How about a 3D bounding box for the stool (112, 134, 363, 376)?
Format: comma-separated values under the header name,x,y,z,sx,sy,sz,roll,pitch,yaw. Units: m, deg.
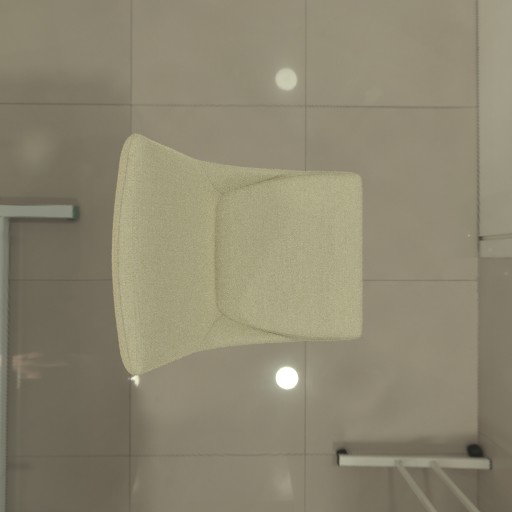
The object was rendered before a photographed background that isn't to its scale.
name,x,y,z,sx,sy,sz,roll,pitch,yaw
stool,0.000,0.000,1.308,0.559,0.991,0.469,0,90,-1
